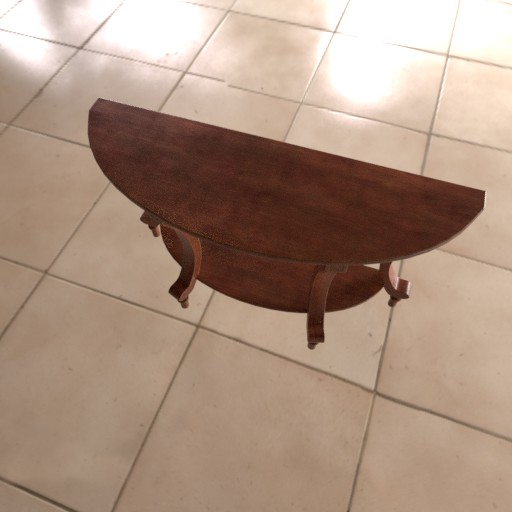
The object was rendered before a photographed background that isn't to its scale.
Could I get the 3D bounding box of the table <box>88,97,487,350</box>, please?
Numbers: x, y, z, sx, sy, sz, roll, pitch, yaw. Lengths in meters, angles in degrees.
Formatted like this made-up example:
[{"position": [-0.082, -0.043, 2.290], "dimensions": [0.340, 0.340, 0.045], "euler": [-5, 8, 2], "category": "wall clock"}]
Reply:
[{"position": [0.000, 0.000, 1.511], "dimensions": [1.198, 0.699, 0.394], "euler": [16, 60, 10], "category": "table"}]
